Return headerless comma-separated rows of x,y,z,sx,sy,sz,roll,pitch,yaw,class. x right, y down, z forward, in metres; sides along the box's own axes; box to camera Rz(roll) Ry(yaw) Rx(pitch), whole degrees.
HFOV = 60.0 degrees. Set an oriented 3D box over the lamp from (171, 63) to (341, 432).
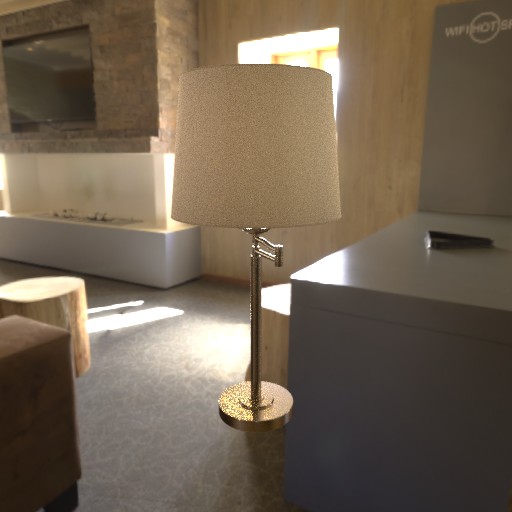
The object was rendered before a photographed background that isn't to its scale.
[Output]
0.000,0.000,0.897,0.333,0.696,0.333,0,13,0,lamp
